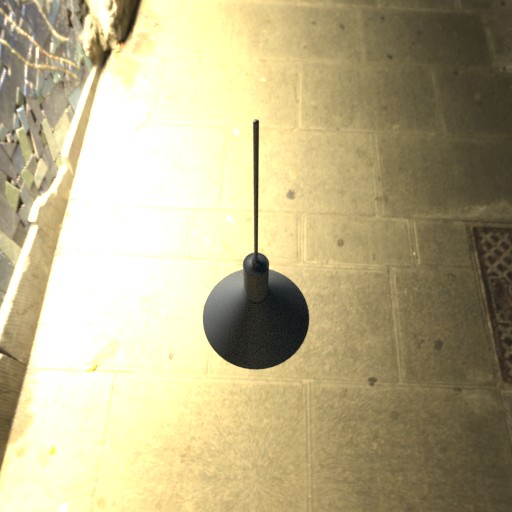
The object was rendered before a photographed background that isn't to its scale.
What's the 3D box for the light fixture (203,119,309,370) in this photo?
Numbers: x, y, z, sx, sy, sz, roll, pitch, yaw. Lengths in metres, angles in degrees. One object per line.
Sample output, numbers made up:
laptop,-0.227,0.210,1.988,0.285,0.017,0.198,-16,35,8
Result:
light fixture,0.000,0.000,0.814,0.267,0.683,0.267,15,64,7
